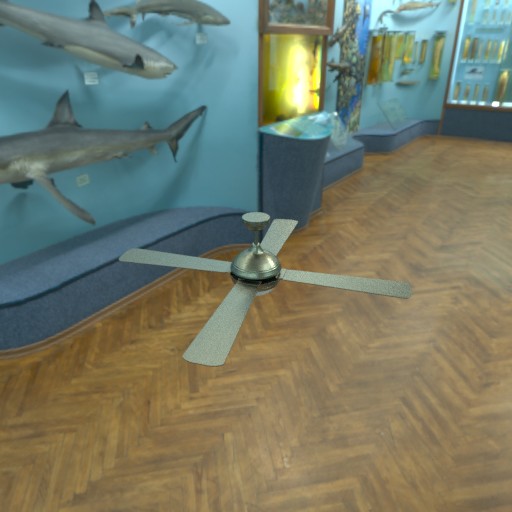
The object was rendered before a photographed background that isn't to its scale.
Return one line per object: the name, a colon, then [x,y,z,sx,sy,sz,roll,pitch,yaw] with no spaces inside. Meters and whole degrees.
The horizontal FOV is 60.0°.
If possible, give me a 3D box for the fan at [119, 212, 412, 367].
fan: [0.000,0.000,2.032,1.321,0.381,1.321,18,31,32]
